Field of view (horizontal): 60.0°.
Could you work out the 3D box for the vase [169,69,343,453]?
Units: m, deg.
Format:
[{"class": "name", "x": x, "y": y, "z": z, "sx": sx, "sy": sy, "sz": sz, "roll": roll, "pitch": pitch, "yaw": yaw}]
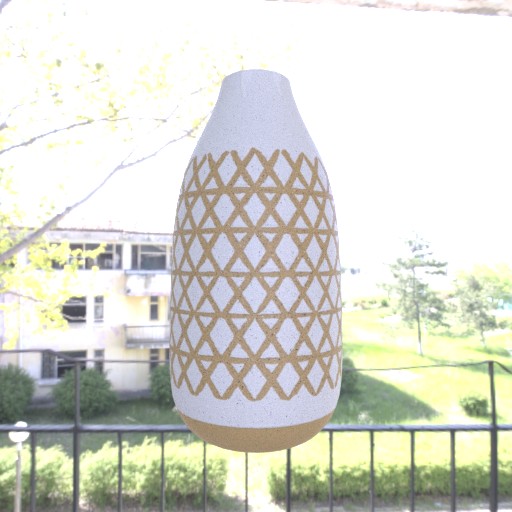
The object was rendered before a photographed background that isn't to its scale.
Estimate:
[{"class": "vase", "x": 0.000, "y": 0.000, "z": 0.485, "sx": 0.186, "sy": 0.380, "sz": 0.186, "roll": 0, "pitch": -1, "yaw": 0}]
